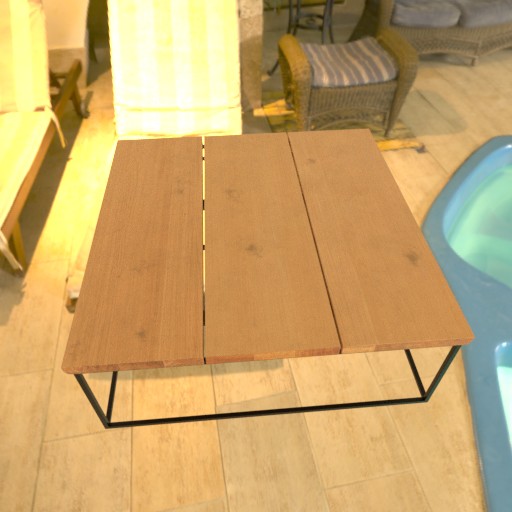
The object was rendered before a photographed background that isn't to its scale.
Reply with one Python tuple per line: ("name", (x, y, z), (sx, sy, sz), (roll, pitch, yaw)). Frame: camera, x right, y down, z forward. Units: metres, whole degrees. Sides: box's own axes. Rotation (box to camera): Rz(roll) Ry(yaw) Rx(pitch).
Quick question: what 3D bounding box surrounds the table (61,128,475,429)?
("table", (0.000, 0.000, 1.696), (1.100, 0.400, 1.100), (-4, 46, -3))
